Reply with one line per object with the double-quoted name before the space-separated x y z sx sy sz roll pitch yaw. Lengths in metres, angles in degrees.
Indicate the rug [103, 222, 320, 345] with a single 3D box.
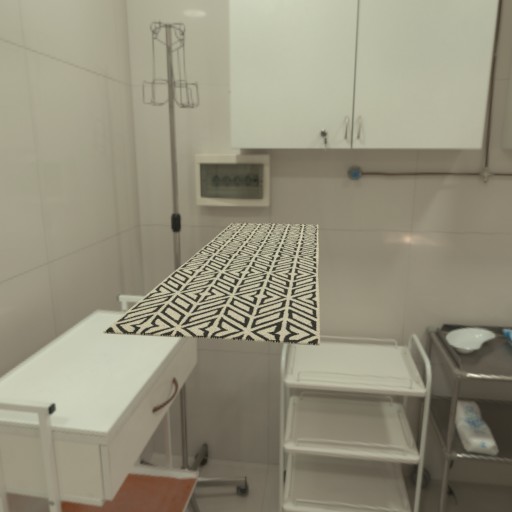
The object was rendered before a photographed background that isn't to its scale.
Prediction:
"rug" 0.000 0.000 2.666 0.750 0.009 2.435 2 13 7
